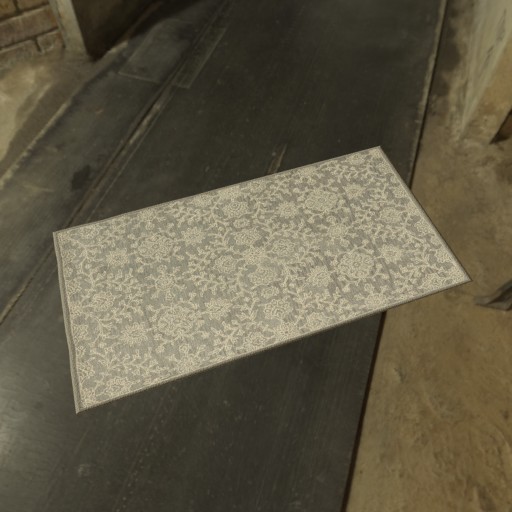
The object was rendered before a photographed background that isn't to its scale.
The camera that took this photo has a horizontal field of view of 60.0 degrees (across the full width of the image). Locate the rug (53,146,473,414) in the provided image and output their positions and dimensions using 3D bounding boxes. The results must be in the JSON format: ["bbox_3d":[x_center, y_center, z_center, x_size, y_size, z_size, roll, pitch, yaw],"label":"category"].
[{"bbox_3d":[0.000,0.000,3.574,3.048,0.011,1.546,-16,60,-10],"label":"rug"}]
